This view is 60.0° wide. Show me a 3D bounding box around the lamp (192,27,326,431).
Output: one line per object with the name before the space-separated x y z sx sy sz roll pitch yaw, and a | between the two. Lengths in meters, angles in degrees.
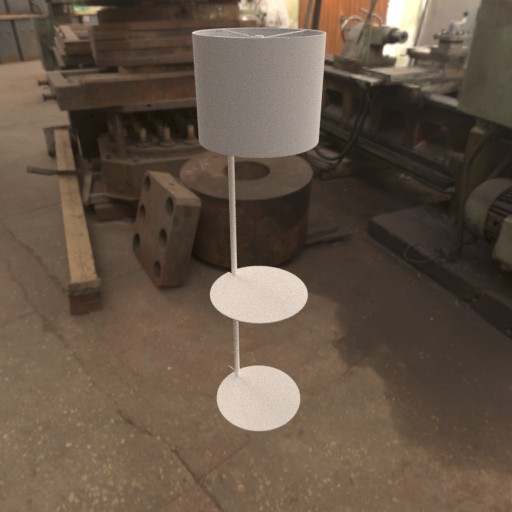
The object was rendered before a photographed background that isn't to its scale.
lamp | 0.000 0.000 1.619 0.372 1.465 0.405 -22 37 -33
